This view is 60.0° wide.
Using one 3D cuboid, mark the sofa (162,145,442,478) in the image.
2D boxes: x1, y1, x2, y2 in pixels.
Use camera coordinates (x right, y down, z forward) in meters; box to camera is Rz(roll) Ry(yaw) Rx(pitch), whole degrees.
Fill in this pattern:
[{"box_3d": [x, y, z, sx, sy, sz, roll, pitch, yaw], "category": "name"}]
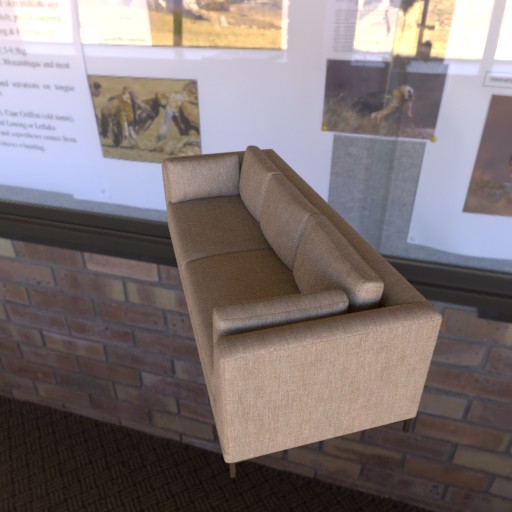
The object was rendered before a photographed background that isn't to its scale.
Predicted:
[{"box_3d": [0.000, 0.000, 2.906, 0.969, 0.867, 2.415, -8, 32, -13], "category": "sofa"}]
